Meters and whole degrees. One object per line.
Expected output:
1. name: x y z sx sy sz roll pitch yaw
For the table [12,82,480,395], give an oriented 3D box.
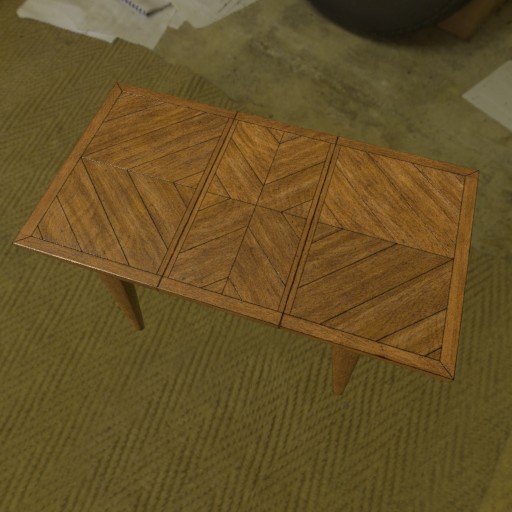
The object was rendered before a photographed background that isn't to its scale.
1. table: 0.000 0.000 1.825 1.400 0.760 0.757 16 64 8
